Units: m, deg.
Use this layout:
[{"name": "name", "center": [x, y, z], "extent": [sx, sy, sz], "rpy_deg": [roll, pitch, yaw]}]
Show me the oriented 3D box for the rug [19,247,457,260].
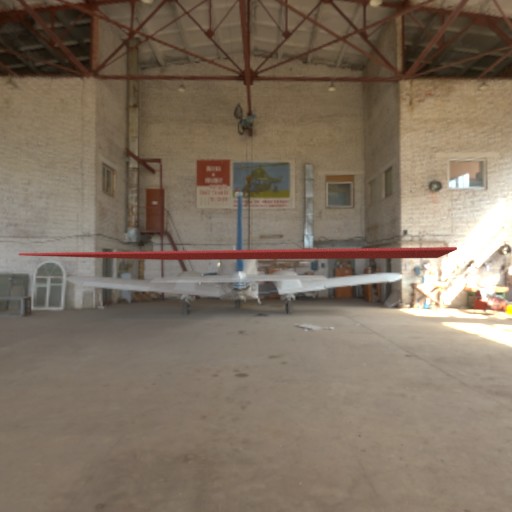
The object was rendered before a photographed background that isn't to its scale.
[{"name": "rug", "center": [0.000, 0.000, 2.819], "extent": [2.211, 0.013, 1.593], "rpy_deg": [-1, -2, 20]}]
